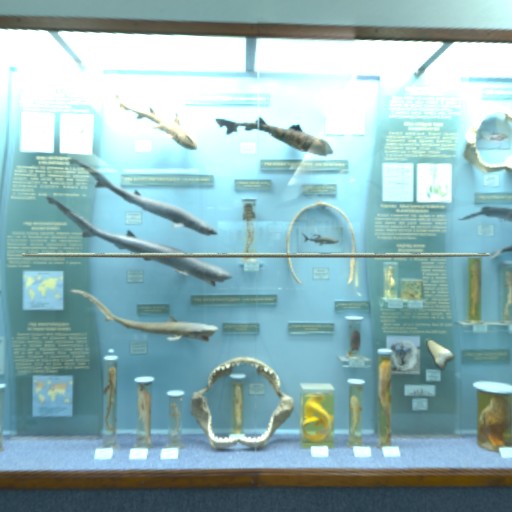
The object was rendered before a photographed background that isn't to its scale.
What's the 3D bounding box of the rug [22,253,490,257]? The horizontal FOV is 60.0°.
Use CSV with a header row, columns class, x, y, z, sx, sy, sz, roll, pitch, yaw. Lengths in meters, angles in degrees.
class,x,y,z,sx,sy,sz,roll,pitch,yaw
rug,0.000,0.000,3.841,2.910,0.021,2.211,0,0,0
